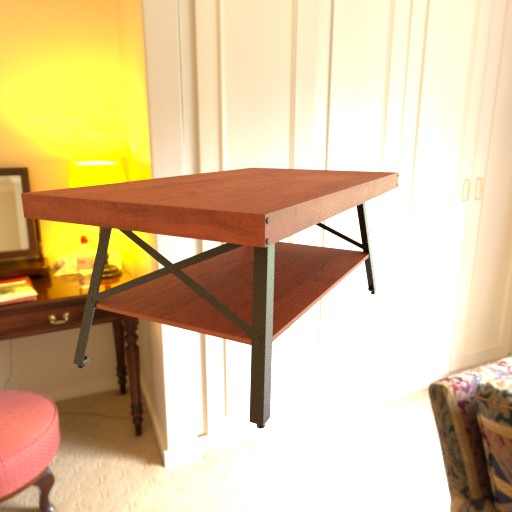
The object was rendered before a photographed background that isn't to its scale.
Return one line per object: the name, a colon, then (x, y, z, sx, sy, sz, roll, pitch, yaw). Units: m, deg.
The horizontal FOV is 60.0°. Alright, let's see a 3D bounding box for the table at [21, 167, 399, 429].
table: (0.000, 0.000, 1.353, 0.610, 0.457, 1.067, 8, 17, 27)
